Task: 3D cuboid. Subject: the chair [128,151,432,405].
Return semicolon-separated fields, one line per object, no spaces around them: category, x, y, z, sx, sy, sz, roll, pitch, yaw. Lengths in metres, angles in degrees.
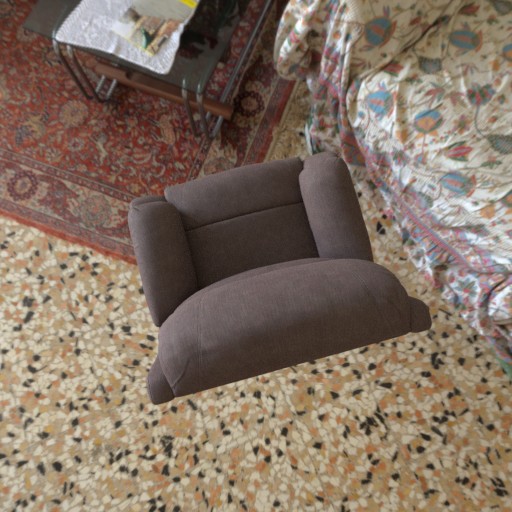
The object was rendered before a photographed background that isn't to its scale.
chair;0.000;0.000;1.782;0.930;1.011;0.899;-15;76;-4
